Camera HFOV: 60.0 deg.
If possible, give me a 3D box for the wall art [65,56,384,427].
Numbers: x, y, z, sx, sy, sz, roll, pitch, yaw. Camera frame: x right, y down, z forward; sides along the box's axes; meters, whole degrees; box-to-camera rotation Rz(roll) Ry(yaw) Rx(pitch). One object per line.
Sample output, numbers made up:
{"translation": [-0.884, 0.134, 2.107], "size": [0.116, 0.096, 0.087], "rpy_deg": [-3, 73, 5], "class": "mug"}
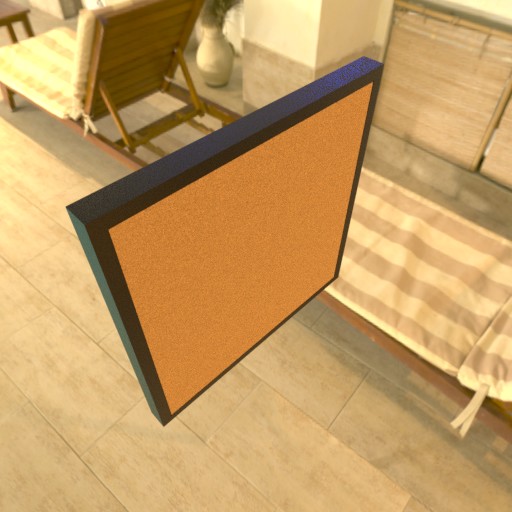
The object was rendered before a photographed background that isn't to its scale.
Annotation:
{"translation": [0.000, 0.000, 0.748], "size": [0.506, 0.506, 0.038], "rpy_deg": [-36, 57, -28], "class": "wall art"}
